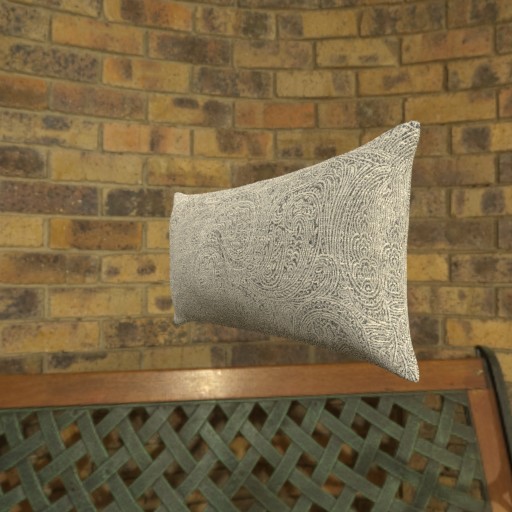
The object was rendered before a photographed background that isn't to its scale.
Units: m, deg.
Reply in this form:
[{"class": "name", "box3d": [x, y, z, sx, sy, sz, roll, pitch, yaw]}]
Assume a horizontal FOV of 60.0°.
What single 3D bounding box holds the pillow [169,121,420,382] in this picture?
[{"class": "pillow", "box3d": [0.000, 0.000, 0.739, 0.151, 0.295, 0.615, 1, -1, -36]}]
